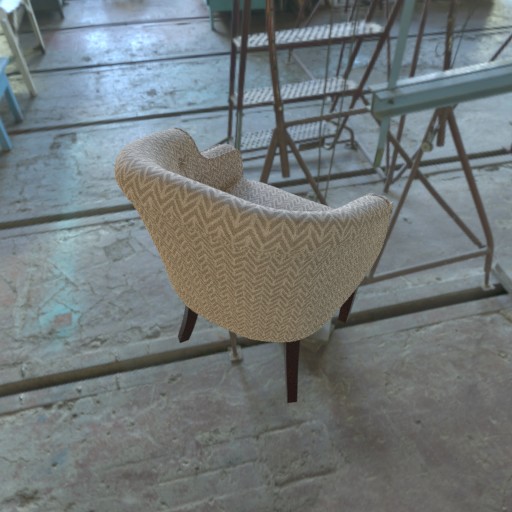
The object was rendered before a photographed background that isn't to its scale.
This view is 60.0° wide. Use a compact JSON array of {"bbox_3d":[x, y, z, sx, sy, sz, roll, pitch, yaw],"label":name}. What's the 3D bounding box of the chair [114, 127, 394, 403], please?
[{"bbox_3d":[0.000,0.000,1.344,0.686,0.858,0.613,23,50,21],"label":"chair"}]
